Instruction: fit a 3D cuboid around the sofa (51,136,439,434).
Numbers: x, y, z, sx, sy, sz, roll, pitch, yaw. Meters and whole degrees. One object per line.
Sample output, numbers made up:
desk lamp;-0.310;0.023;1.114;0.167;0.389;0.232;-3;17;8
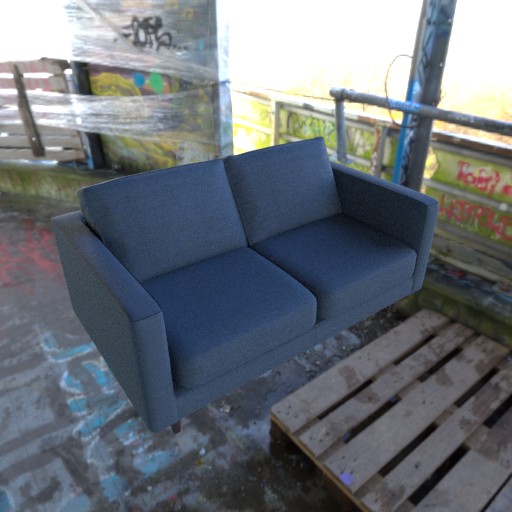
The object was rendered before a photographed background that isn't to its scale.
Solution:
sofa;0.000;0.000;2.272;1.659;0.907;0.999;-20;36;-31
